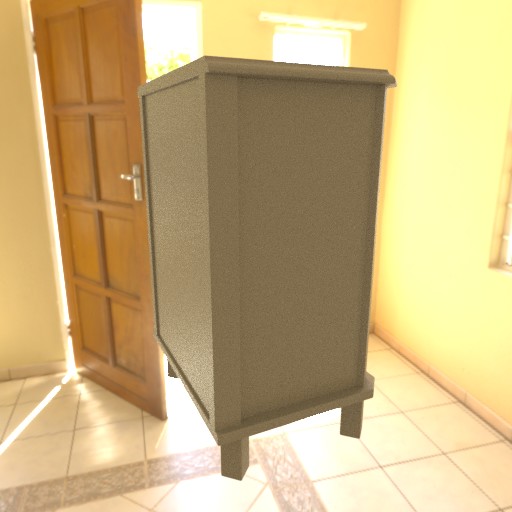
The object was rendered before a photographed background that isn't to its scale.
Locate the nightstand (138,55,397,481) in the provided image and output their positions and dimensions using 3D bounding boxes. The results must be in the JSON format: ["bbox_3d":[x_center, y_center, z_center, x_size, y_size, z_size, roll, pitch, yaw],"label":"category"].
[{"bbox_3d":[0.000,0.000,0.916,0.350,0.680,0.450,-7,17,-25],"label":"nightstand"}]
